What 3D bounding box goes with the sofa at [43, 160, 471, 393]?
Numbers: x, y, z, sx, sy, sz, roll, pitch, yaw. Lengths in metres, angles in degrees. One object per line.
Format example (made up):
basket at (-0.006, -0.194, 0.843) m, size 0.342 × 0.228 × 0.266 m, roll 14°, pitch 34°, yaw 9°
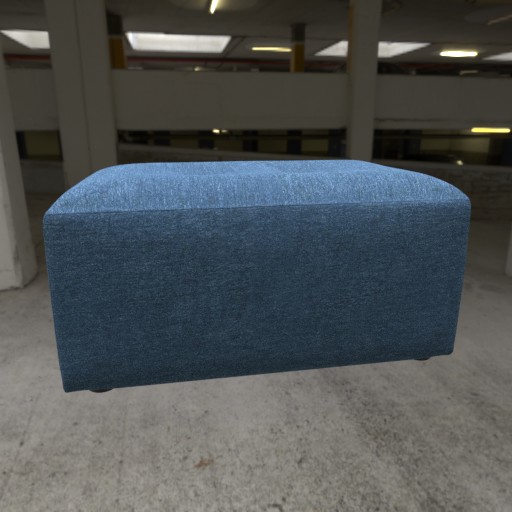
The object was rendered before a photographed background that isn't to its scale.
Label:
sofa at (0.000, 0.000, 1.182) m, size 0.930 × 0.470 × 0.480 m, roll -3°, pitch 17°, yaw -10°
